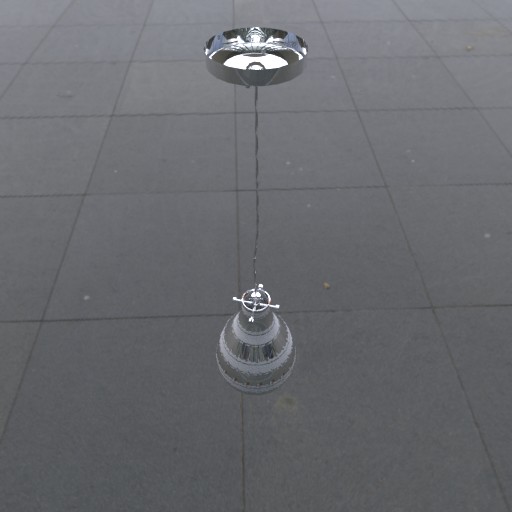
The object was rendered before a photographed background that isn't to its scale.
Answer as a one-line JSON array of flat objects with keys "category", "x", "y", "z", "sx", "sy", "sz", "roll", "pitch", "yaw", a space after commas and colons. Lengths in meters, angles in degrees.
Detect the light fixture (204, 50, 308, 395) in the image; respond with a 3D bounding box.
[{"category": "light fixture", "x": 0.000, "y": 0.000, "z": 1.589, "sx": 0.374, "sy": 1.457, "sz": 0.374, "roll": 9, "pitch": 47, "yaw": 9}]
